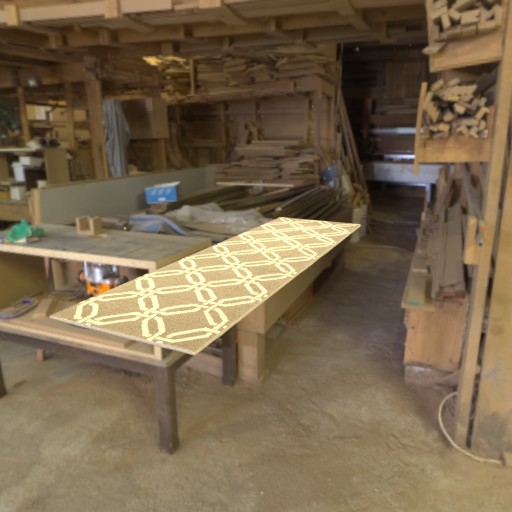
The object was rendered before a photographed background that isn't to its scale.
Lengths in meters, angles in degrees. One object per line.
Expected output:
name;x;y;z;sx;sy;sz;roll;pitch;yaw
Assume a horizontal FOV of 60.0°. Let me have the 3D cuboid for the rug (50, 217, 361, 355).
rug;0.000;0.000;2.562;0.678;0.014;2.276;8;17;25
